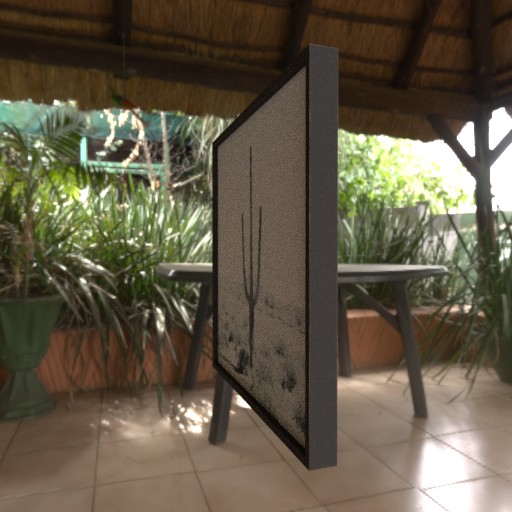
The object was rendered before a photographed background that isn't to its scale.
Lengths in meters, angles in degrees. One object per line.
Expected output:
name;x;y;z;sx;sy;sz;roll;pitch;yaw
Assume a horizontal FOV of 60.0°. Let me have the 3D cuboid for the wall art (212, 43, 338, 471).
wall art;0.000;0.000;0.773;0.038;0.508;0.508;0;1;-19
